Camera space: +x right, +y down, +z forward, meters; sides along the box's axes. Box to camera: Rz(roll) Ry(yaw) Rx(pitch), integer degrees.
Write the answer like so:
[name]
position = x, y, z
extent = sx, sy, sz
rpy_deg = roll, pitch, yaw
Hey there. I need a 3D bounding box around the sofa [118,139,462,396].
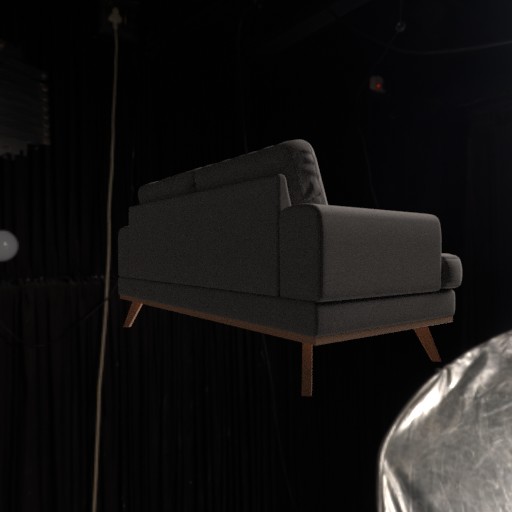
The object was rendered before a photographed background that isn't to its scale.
[sofa]
position = 0.000, 0.000, 2.128
extent = 0.785, 0.810, 1.650
rpy_deg = 0, 1, -37
